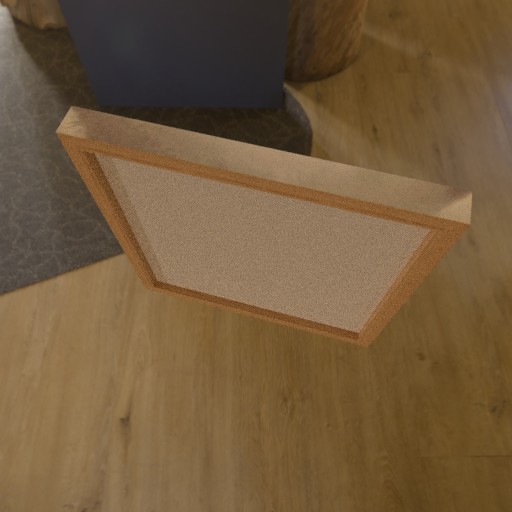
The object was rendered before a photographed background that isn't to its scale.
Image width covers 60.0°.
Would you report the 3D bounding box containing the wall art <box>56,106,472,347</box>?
[{"bbox_3d":[0.000,0.000,0.454,0.303,0.303,0.028,14,64,7],"label":"wall art"}]
